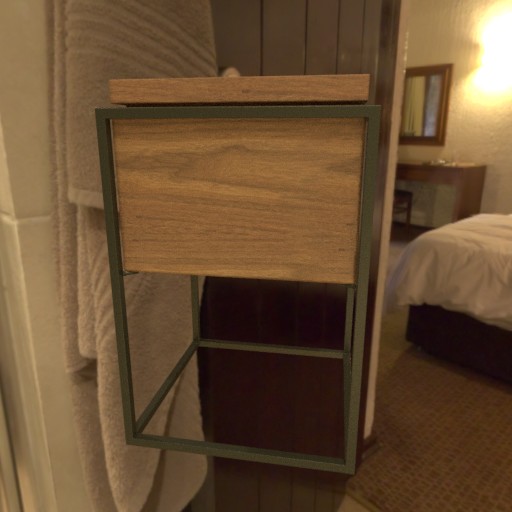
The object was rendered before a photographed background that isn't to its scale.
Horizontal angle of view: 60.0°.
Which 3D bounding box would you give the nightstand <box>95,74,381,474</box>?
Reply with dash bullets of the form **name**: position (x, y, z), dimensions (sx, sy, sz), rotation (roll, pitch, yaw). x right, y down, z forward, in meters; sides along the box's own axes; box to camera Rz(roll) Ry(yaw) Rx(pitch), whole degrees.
- **nightstand**: position (0.000, 0.000, 0.857), dimensions (0.397, 0.607, 0.397), rotation (3, 16, 10)
